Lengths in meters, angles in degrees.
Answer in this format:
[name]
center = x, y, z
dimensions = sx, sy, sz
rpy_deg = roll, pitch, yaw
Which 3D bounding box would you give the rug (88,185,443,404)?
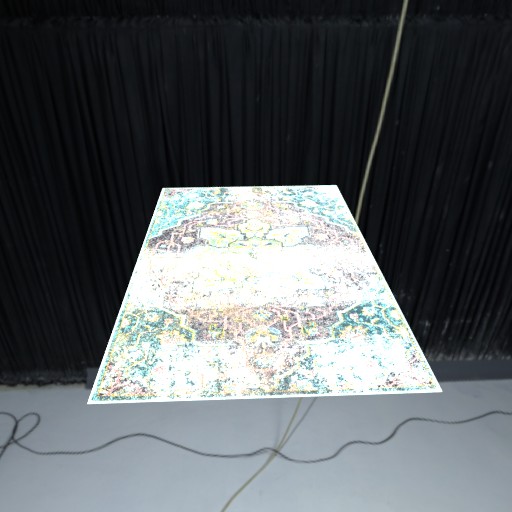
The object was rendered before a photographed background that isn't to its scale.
[rug]
center = 0.000, 0.000, 2.895
dimensions = 1.566, 0.004, 2.363
rpy_deg = -1, 31, -1
